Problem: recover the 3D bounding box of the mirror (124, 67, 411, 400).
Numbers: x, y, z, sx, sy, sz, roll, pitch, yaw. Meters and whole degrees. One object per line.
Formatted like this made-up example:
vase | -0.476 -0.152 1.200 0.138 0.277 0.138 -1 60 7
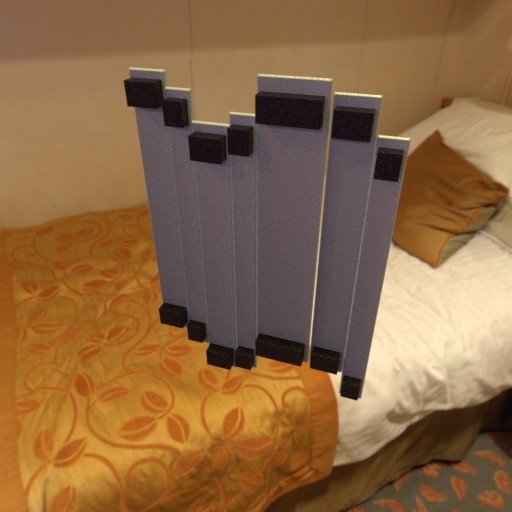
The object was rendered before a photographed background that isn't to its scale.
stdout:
mirror | 0.000 0.000 0.790 0.445 0.611 0.058 10 34 16
